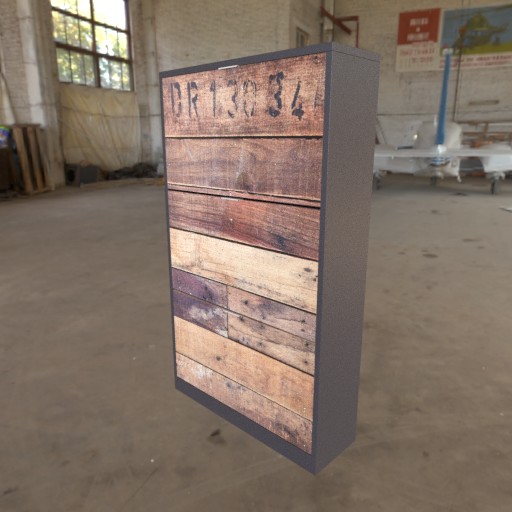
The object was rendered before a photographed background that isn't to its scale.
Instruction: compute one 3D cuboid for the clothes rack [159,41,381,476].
[{"bbox_3d":[0.000,0.000,1.593,0.750,1.280,0.250,14,20,42],"label":"clothes rack"}]
